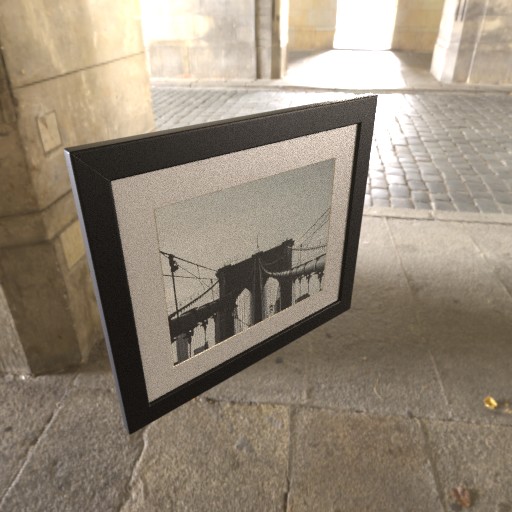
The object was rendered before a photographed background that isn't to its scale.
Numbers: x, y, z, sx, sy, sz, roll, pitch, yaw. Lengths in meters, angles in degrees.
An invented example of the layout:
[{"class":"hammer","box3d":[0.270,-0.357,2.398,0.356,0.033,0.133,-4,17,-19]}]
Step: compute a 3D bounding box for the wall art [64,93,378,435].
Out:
[{"class":"wall art","box3d":[0.000,0.000,0.727,0.521,0.450,0.018,-22,37,-33]}]
